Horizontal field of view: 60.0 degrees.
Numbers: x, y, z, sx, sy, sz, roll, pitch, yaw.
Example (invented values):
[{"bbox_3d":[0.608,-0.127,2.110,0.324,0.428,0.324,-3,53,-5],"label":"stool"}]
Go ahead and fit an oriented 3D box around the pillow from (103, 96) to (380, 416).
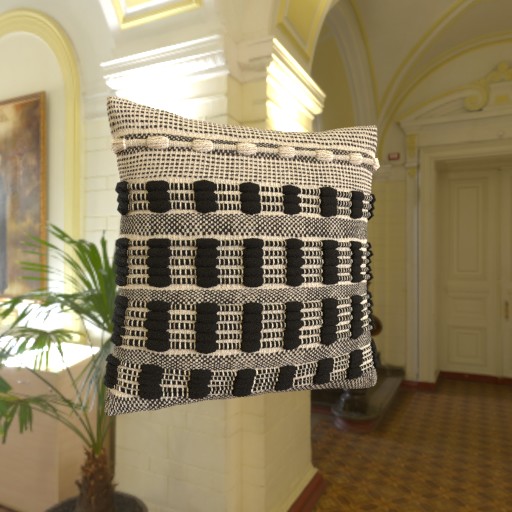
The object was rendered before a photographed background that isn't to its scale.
[{"bbox_3d":[0.000,0.000,0.669,0.436,0.438,0.156,0,0,-19],"label":"pillow"}]
